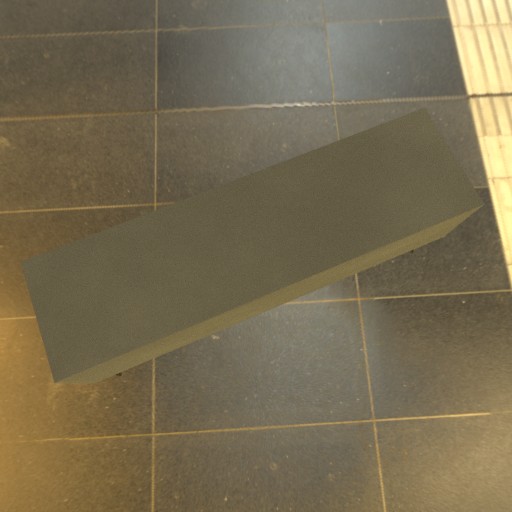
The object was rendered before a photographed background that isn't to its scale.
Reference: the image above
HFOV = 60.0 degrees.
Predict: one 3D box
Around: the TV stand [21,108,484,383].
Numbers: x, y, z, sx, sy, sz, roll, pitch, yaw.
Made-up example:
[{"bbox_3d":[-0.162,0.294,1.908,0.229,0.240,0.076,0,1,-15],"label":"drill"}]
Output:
[{"bbox_3d":[0.000,0.000,1.646,1.400,0.560,0.400,-22,75,-6],"label":"TV stand"}]
